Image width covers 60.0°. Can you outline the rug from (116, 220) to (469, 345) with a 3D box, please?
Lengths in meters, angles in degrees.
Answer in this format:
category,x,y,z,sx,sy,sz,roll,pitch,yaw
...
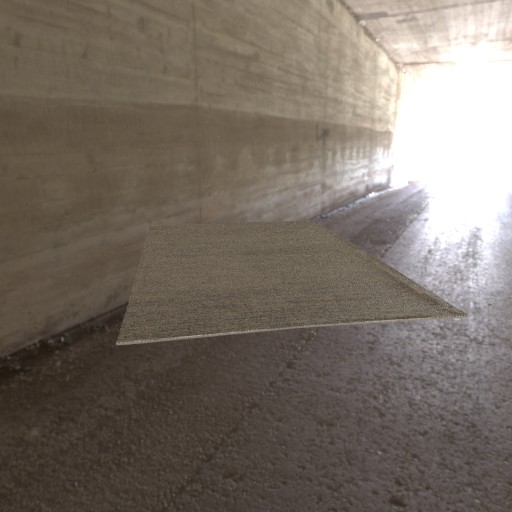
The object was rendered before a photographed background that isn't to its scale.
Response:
category,x,y,z,sx,sy,sz,roll,pitch,yaw
rug,0.000,0.000,2.228,1.149,0.021,1.773,-3,15,-10
